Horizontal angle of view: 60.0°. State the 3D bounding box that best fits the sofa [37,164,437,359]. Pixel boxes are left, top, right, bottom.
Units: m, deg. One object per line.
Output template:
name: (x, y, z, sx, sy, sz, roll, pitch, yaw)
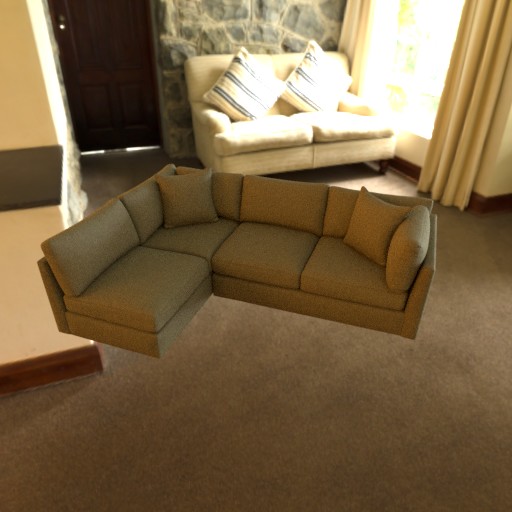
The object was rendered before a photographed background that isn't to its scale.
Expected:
sofa: (0.000, 0.000, 3.874, 2.896, 0.978, 1.994, 10, 32, 17)
